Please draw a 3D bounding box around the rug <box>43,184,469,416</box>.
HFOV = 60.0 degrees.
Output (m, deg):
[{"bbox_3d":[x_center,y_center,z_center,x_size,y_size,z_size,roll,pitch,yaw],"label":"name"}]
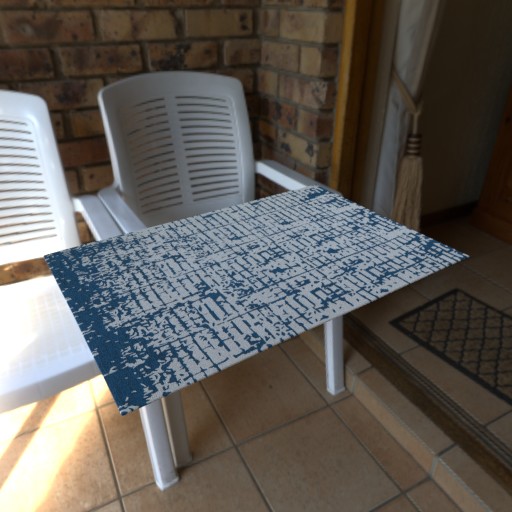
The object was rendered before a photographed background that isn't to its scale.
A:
[{"bbox_3d":[0.000,0.000,2.284,1.828,0.007,1.220,-18,35,-28],"label":"rug"}]
